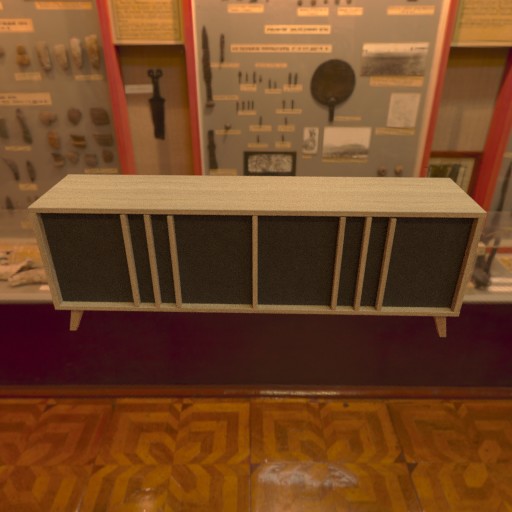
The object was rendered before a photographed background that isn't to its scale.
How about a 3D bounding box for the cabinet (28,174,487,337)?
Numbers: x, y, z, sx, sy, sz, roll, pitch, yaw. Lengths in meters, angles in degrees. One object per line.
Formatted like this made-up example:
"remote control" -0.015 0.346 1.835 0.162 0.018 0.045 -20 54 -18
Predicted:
"cabinet" 0.000 0.000 2.525 2.198 0.779 0.499 1 29 1
